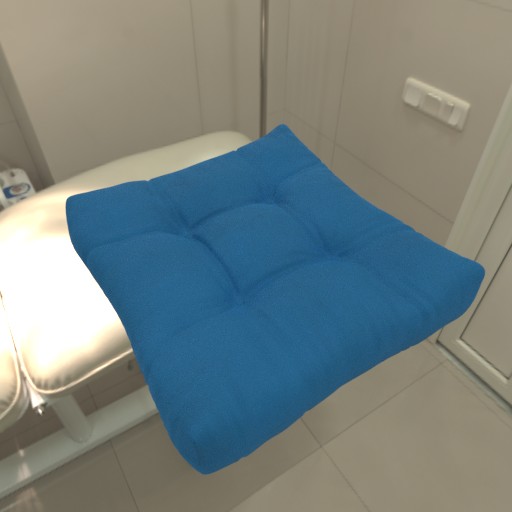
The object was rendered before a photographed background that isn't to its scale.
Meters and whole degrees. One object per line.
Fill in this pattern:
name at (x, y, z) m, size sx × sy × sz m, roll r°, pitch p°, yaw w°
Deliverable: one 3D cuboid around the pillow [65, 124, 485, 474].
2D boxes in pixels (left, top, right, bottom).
pillow at (0.000, 0.000, 0.691) m, size 0.468 × 0.128 × 0.490 m, roll -24°, pitch 50°, yaw -23°
